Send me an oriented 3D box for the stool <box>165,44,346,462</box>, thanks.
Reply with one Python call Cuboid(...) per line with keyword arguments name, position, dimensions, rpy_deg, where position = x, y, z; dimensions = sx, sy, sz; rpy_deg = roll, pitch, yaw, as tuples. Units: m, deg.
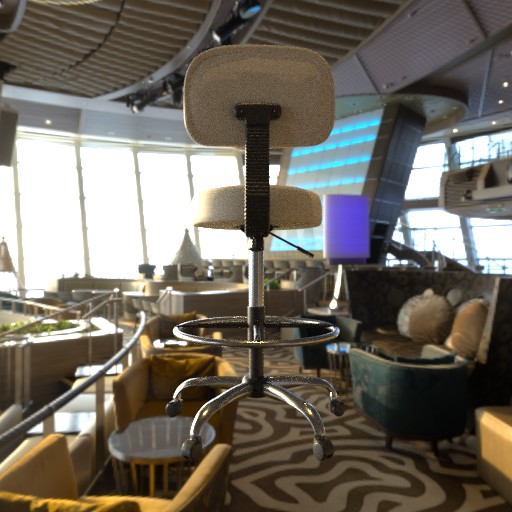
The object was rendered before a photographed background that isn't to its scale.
Cuboid(name="stool", position=(0.000, 0.000, 1.429), dimensions=(0.609, 1.080, 0.616), rpy_deg=(0, 0, 0))
